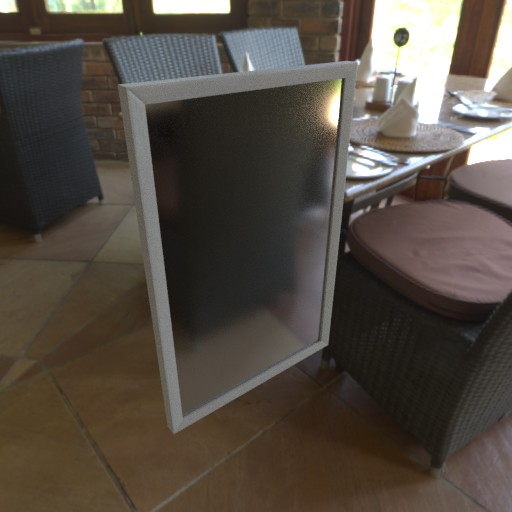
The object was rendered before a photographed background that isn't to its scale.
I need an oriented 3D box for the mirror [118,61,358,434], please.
[{"bbox_3d":[0.000,0.000,1.181,0.609,0.915,0.040,-21,36,-32],"label":"mirror"}]
